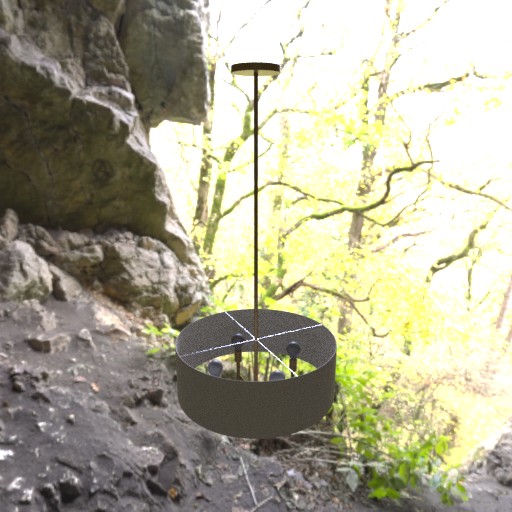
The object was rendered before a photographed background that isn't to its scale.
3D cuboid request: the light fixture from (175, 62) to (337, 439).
[{"bbox_3d":[0.000,0.000,1.340,0.508,1.067,0.508,0,15,0],"label":"light fixture"}]
